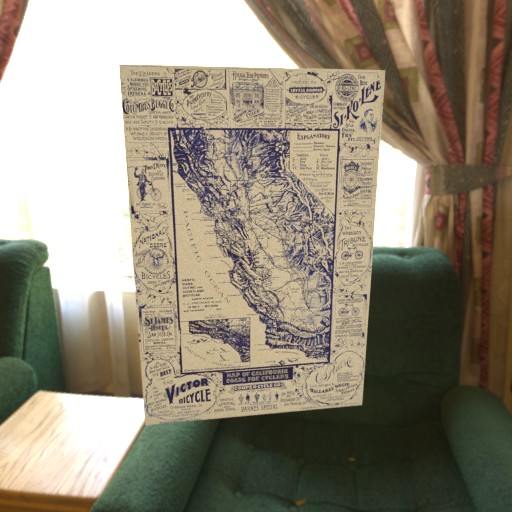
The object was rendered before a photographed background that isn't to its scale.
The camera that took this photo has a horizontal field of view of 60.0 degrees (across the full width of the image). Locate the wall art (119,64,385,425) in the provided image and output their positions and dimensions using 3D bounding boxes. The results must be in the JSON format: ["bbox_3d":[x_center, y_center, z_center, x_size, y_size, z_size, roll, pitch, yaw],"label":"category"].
[{"bbox_3d":[0.000,0.000,0.765,0.408,0.601,0.040,-2,15,-8],"label":"wall art"}]
